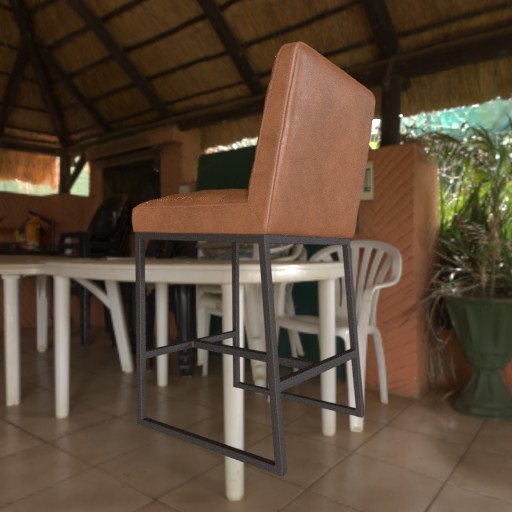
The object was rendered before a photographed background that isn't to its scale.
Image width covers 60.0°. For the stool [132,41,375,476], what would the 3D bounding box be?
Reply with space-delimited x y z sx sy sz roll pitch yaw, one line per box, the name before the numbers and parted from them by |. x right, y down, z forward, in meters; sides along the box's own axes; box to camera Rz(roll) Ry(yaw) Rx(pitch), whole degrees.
stool | 0.000 0.000 1.260 0.556 0.940 0.458 1 1 37
